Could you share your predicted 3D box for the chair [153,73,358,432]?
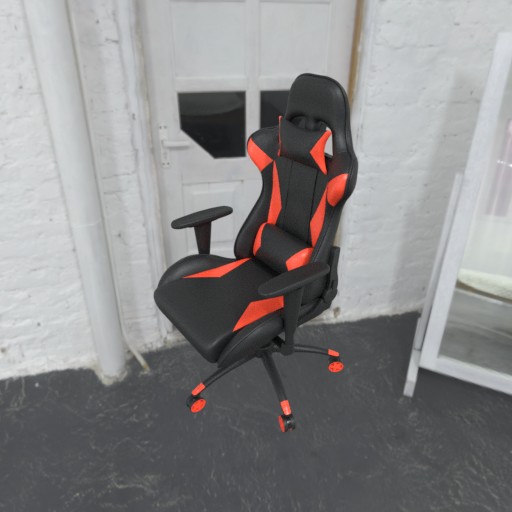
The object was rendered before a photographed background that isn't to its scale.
[{"bbox_3d":[0.000,0.000,1.736,0.730,1.282,0.695,-21,36,-31],"label":"chair"}]
